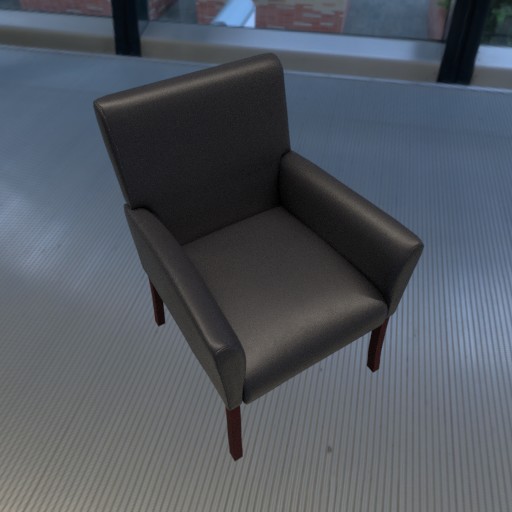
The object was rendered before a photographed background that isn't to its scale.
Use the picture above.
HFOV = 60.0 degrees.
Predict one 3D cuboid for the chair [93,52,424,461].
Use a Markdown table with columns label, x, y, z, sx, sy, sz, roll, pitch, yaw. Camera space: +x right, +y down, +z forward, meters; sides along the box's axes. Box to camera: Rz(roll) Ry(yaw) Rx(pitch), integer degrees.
| label | x | y | z | sx | sy | sz | roll | pitch | yaw |
| --- | --- | --- | --- | --- | --- | --- | --- | --- | --- |
| chair | 0.000 | 0.000 | 1.479 | 0.683 | 0.951 | 0.772 | -25 | 52 | -21 |
